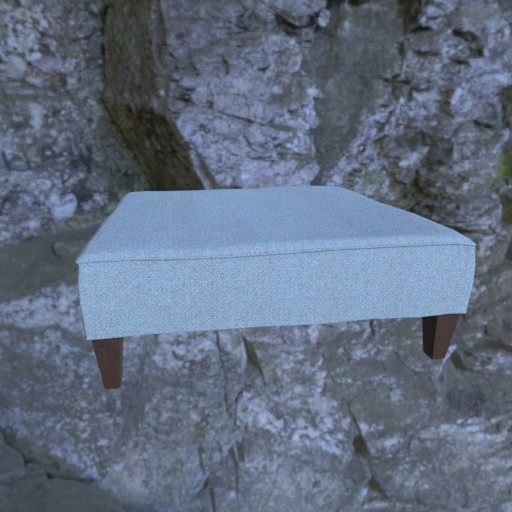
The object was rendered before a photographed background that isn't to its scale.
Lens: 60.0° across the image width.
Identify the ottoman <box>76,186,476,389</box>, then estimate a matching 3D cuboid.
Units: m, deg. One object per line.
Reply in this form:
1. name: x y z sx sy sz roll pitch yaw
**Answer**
1. ottoman: 0.000 0.000 1.541 0.968 0.379 1.004 -3 16 -9
